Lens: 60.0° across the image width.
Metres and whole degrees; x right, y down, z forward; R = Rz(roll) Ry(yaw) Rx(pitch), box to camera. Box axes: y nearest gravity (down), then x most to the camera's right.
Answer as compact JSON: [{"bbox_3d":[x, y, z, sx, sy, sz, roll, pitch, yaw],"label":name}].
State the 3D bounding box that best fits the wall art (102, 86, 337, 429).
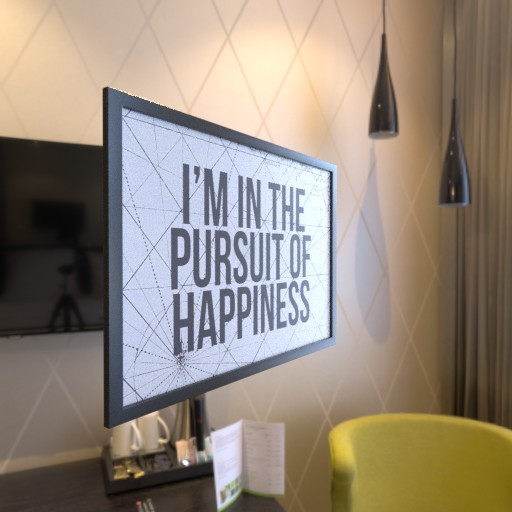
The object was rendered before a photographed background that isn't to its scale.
[{"bbox_3d":[0.000,0.000,1.046,0.015,0.552,0.819,0,1,36],"label":"wall art"}]
